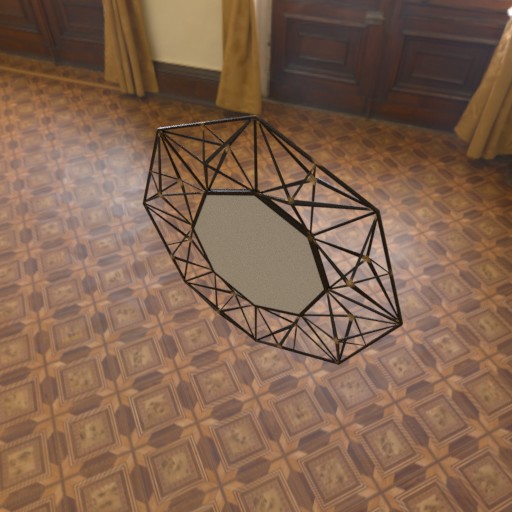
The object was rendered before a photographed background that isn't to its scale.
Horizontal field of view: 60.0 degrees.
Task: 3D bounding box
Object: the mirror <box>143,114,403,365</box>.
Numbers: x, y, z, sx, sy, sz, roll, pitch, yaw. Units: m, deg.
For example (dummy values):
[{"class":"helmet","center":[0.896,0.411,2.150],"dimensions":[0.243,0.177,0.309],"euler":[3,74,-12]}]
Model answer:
[{"class":"mirror","center":[0.000,0.000,1.034],"dimensions":[0.710,0.710,0.094],"euler":[25,51,22]}]
